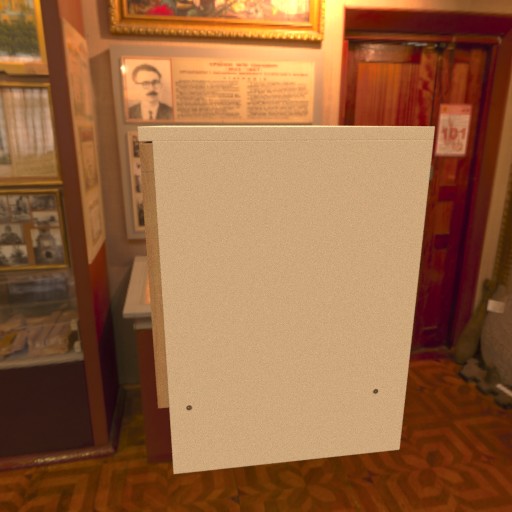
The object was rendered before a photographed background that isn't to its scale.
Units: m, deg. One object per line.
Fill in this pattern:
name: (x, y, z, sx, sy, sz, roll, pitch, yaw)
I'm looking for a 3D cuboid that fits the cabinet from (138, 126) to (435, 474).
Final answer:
cabinet: (0.000, 0.000, 0.928, 0.400, 0.522, 0.600, -2, 17, -8)
